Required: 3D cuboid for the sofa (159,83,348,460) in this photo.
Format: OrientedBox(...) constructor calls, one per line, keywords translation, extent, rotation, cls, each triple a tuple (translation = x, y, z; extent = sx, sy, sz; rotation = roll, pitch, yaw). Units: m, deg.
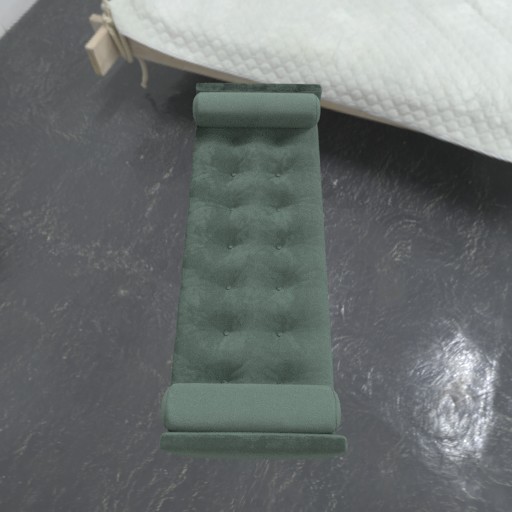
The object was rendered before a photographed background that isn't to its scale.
OrientedBox(translation=(0.000, 0.000, 2.525), extent=(0.796, 0.705, 2.102), rotation=(1, 64, 0), cls="sofa")
